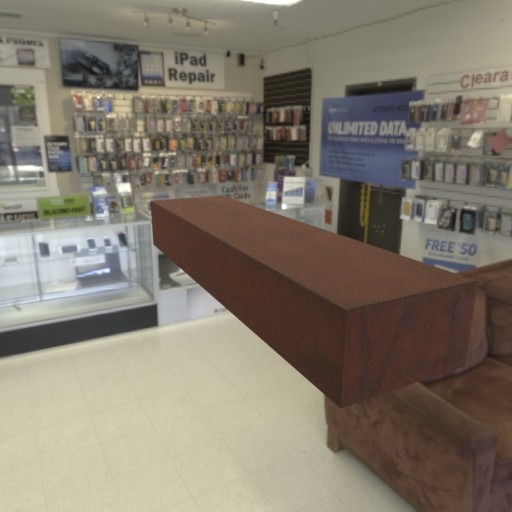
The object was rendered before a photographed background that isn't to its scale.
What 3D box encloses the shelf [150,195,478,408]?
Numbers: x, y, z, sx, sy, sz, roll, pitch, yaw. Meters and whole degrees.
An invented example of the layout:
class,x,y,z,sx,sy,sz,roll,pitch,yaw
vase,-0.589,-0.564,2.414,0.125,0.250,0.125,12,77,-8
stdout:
class,x,y,z,sx,sy,sz,roll,pitch,yaw
shelf,0.000,0.000,0.648,0.152,0.088,0.607,-8,18,-26
